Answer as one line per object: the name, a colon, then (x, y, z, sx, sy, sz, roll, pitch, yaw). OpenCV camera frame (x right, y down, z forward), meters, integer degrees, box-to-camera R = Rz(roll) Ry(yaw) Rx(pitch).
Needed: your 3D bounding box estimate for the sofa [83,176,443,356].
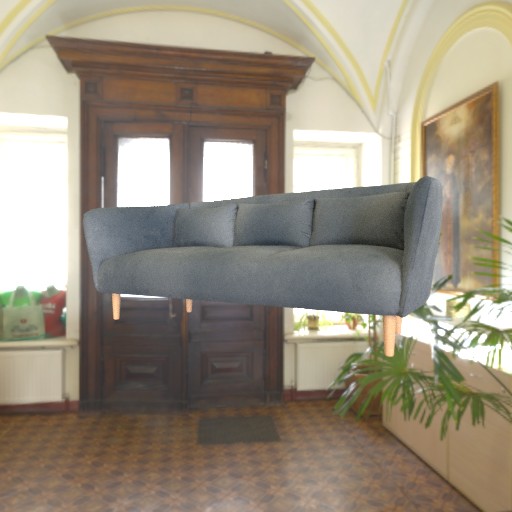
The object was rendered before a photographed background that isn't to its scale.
sofa: (0.000, 0.000, 2.509, 2.095, 0.795, 0.849, 0, 0, 35)
